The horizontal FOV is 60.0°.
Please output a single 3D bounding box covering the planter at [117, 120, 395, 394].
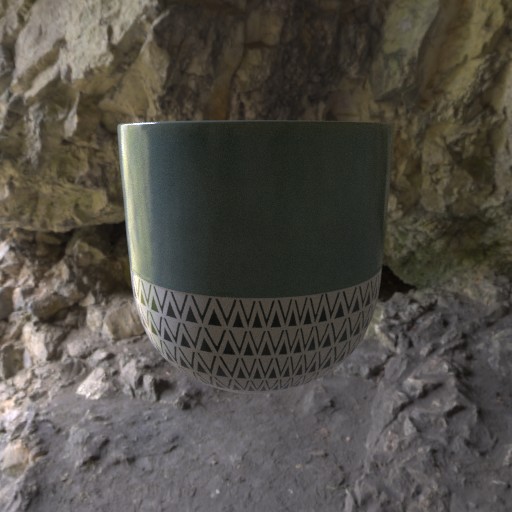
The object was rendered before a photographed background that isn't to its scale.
[{"bbox_3d":[0.000,0.000,0.477,0.266,0.270,0.266,0,15,0],"label":"planter"}]
